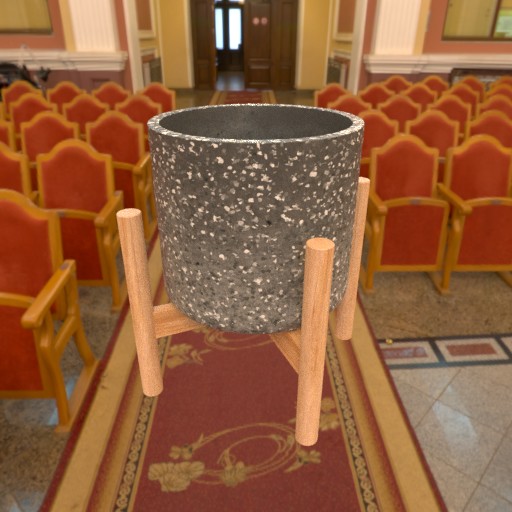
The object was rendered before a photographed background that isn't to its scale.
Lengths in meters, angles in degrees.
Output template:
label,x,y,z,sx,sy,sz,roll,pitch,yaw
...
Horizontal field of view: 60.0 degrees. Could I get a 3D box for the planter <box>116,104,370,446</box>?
label,x,y,z,sx,sy,sz,roll,pitch,yaw
planter,0.000,0.000,0.535,0.284,0.320,0.284,0,27,-1
